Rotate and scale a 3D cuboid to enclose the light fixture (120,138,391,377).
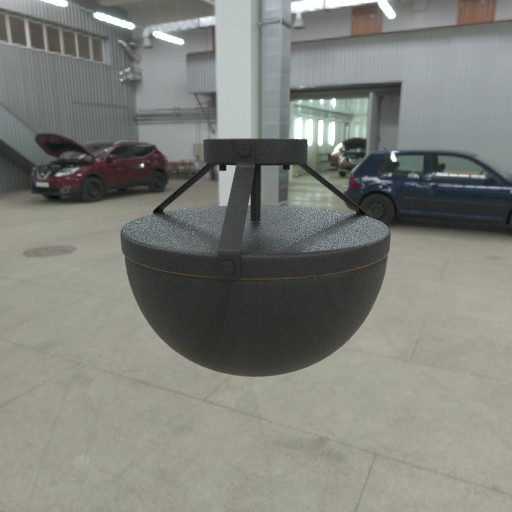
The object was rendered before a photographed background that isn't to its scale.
[{"bbox_3d":[0.000,0.000,0.527,0.304,0.269,0.304,0,14,0],"label":"light fixture"}]
